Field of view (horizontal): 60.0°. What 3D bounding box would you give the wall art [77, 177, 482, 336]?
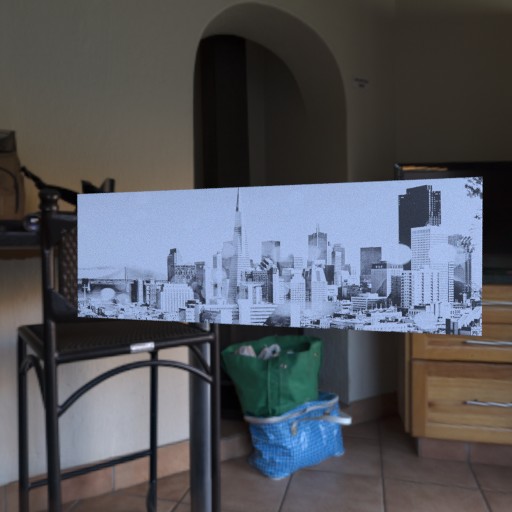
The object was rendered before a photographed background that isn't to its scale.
[{"bbox_3d":[0.000,0.000,0.835,0.766,0.256,0.036,0,0,16],"label":"wall art"}]
